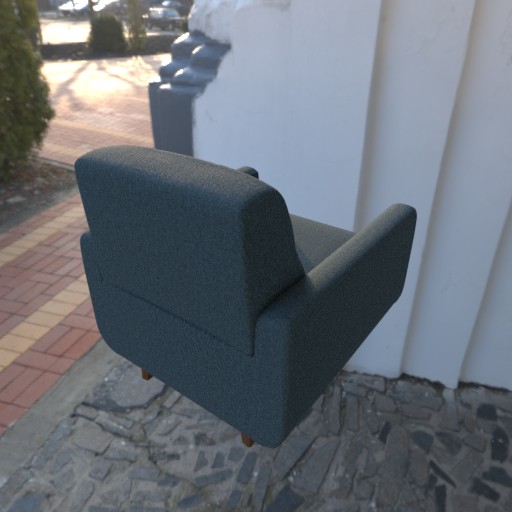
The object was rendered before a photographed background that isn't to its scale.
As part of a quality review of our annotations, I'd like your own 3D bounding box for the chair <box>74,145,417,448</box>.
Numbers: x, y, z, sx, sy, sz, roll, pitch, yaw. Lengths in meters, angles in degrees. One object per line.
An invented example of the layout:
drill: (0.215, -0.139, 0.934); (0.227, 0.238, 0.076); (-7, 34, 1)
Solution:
chair: (0.000, 0.000, 1.680); (0.880, 0.940, 0.964); (20, 35, 31)
